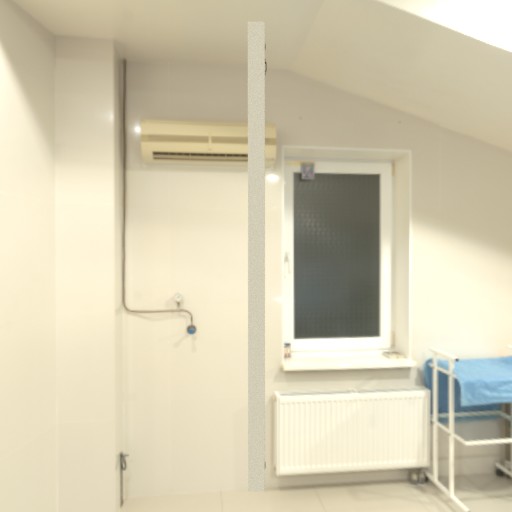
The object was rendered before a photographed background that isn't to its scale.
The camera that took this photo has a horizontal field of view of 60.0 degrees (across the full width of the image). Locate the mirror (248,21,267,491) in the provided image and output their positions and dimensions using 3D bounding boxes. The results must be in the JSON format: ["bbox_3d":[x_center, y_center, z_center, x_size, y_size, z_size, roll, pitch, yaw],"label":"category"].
[{"bbox_3d":[0.000,0.000,1.339,0.041,1.016,0.762,0,1,0],"label":"mirror"}]
